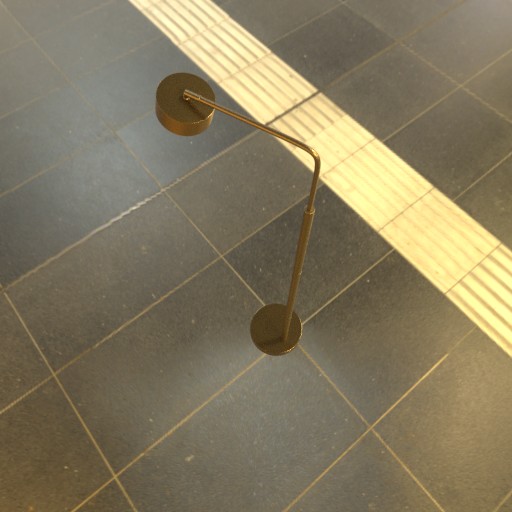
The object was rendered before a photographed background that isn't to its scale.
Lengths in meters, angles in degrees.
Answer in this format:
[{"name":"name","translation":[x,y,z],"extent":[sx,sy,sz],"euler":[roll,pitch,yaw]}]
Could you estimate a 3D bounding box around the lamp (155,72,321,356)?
[{"name":"lamp","translation":[0.000,0.000,1.375],"extent":[0.418,1.230,0.219],"euler":[29,67,13]}]
